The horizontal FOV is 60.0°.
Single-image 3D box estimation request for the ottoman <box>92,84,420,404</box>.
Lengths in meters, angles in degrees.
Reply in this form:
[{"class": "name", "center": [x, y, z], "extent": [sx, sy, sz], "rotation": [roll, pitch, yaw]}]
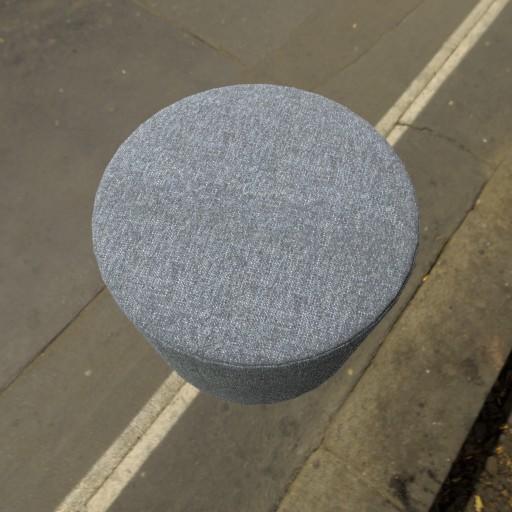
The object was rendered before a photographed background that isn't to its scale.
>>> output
[{"class": "ottoman", "center": [0.000, 0.000, 0.843], "extent": [0.500, 0.419, 0.500], "rotation": [0, 65, 0]}]
